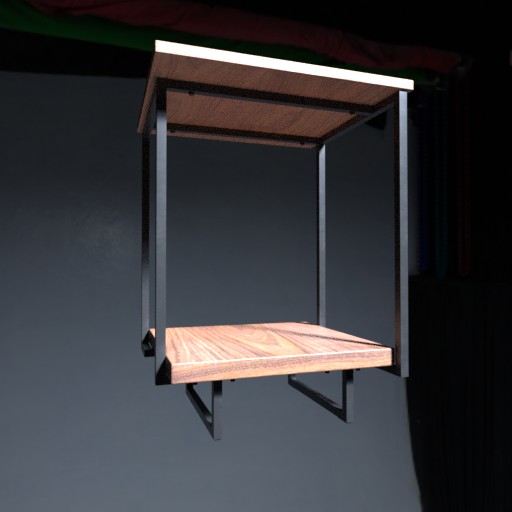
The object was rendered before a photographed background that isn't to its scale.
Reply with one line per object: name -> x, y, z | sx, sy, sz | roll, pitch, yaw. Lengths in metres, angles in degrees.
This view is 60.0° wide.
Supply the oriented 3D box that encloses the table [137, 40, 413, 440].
table -> 0.000, 0.000, 0.831 | 0.411, 0.567, 0.384 | 0, -1, -18
